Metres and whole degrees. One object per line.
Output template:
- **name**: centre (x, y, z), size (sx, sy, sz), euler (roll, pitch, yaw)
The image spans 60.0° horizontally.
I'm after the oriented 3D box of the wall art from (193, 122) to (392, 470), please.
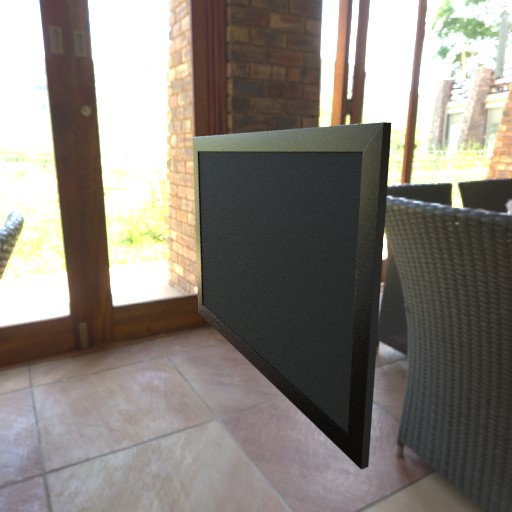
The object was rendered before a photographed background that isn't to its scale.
- **wall art**: centre (0.000, 0.000, 0.832), size (0.013, 0.447, 0.660), euler (-7, 15, -26)
